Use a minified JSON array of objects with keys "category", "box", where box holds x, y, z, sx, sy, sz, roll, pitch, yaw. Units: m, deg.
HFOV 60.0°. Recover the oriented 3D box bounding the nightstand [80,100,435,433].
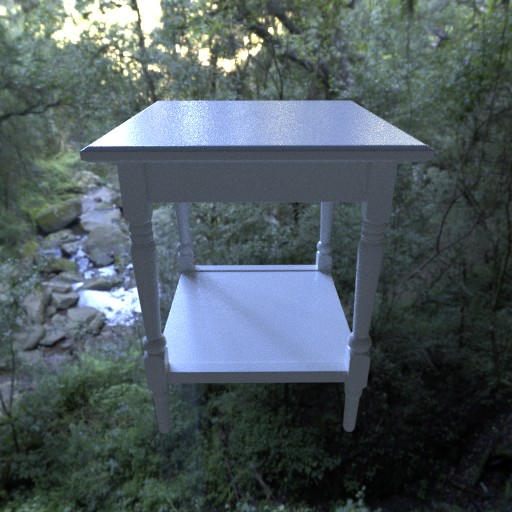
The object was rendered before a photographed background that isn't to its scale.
[{"category":"nightstand","box":[0.000,0.000,0.916,0.459,0.555,0.505,0,26,-1]}]
